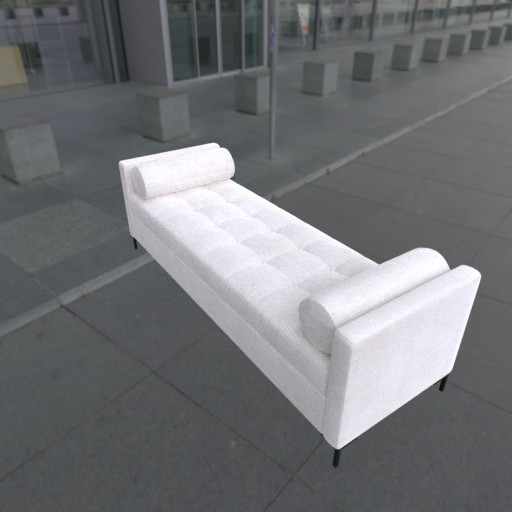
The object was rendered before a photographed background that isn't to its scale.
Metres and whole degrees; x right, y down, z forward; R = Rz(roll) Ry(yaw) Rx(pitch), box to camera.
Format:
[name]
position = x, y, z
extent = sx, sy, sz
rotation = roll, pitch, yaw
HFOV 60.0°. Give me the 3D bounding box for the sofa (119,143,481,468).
[sofa]
position = 0.000, 0.000, 2.325
extent = 0.686, 0.635, 1.981
rotation = -20, 36, -29
